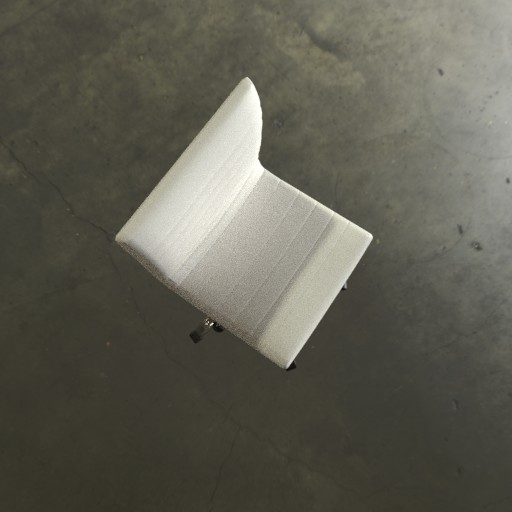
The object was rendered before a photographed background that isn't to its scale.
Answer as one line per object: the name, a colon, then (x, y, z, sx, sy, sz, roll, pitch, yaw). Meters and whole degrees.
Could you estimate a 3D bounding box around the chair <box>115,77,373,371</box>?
chair: (0.000, 0.000, 1.136, 0.530, 0.780, 0.556, 34, 78, 8)
